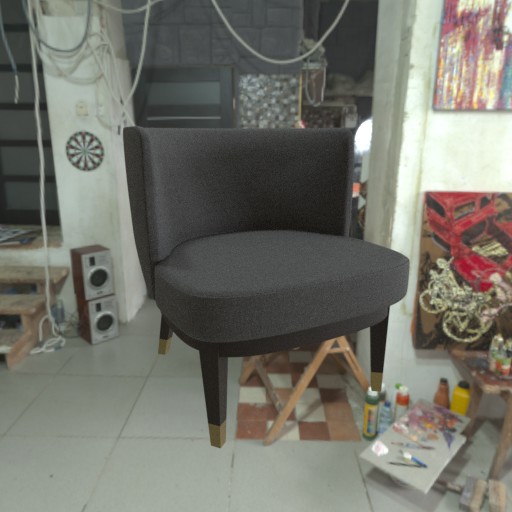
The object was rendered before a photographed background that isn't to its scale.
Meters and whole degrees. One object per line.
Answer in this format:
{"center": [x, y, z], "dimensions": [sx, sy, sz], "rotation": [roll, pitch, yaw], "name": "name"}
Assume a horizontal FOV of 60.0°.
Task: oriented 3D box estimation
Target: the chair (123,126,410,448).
{"center": [0.000, 0.000, 1.241], "dimensions": [0.639, 0.695, 0.698], "rotation": [-8, 17, -27], "name": "chair"}
